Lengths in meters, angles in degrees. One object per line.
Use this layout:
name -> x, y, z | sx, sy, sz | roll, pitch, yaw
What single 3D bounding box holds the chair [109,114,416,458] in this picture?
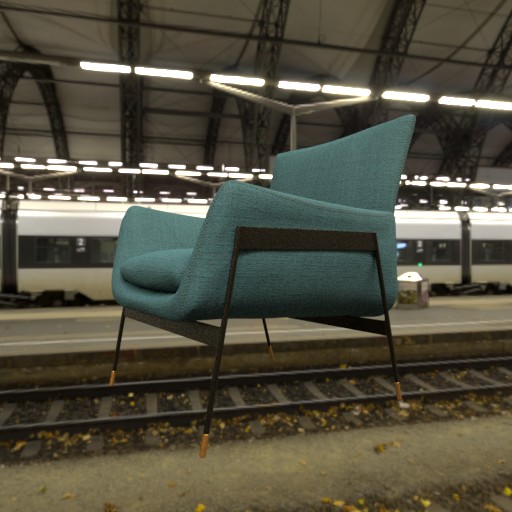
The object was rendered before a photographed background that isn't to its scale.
chair -> 0.000, 0.000, 1.408 | 0.769, 0.859, 0.678 | 0, 0, -35
